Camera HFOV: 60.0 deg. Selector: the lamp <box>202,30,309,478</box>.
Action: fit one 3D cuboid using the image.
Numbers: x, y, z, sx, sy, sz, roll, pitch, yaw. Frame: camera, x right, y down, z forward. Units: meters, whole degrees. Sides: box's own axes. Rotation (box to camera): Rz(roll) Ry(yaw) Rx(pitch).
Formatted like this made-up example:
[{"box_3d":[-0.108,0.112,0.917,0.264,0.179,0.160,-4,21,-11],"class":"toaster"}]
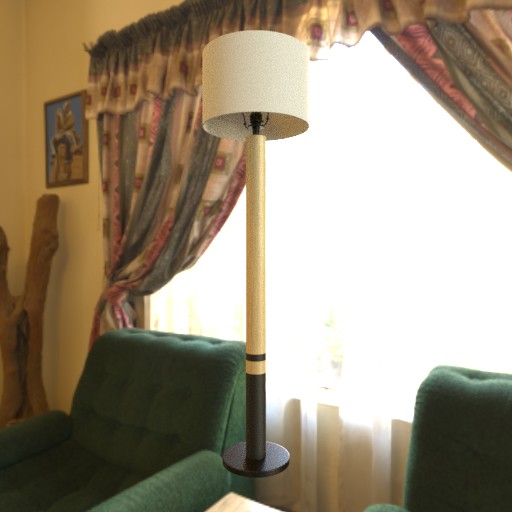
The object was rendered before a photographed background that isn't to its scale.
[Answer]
[{"box_3d":[0.000,0.000,1.595,0.381,1.478,0.381,0,0,17],"class":"lamp"}]
